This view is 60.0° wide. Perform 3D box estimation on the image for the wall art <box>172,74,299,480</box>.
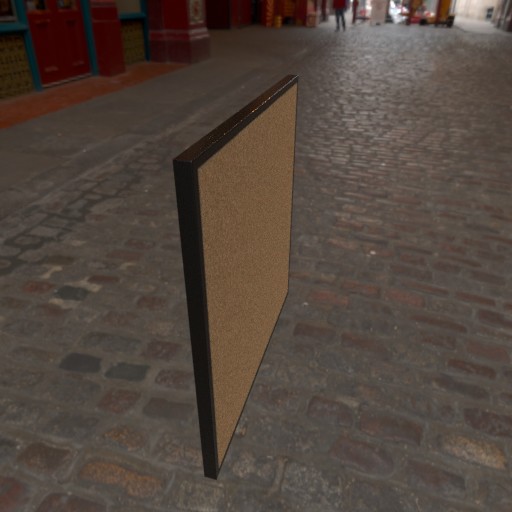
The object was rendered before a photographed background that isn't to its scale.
[{"bbox_3d":[0.000,0.000,0.524,0.014,0.349,0.349,9,32,14],"label":"wall art"}]
